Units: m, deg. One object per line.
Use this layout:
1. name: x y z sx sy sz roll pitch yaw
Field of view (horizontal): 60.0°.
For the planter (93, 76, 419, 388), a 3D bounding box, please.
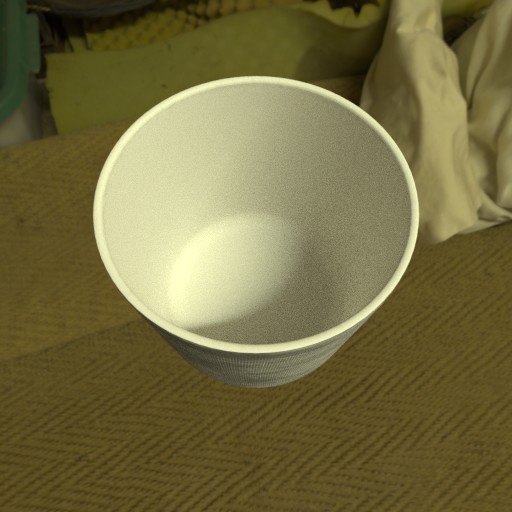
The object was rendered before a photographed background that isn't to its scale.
1. planter: 0.000 0.000 0.782 0.440 0.398 0.440 0 64 0
